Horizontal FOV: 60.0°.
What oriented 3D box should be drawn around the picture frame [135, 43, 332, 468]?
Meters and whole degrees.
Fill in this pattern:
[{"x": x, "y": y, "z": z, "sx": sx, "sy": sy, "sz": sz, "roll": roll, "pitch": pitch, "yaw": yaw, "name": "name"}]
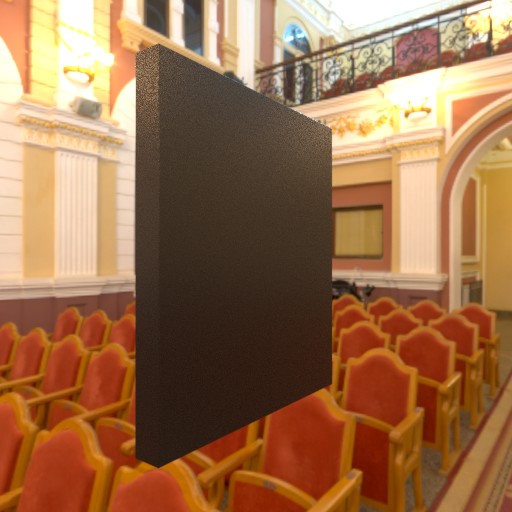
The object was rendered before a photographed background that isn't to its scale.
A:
[{"x": 0.000, "y": 0.000, "z": 0.534, "sx": 0.034, "sy": 0.378, "sz": 0.328, "roll": 0, "pitch": 0, "yaw": 37, "name": "picture frame"}]
